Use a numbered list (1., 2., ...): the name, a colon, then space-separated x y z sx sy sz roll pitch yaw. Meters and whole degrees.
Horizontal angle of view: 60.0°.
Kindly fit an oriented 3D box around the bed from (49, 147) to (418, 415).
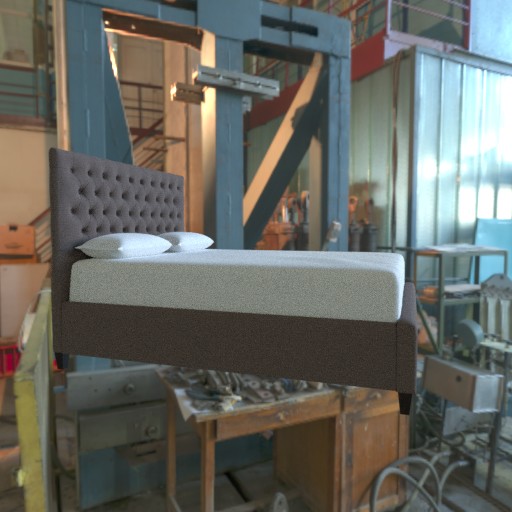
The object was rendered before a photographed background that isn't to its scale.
1. bed: 0.000 0.000 3.258 2.233 1.426 1.696 1 4 19
